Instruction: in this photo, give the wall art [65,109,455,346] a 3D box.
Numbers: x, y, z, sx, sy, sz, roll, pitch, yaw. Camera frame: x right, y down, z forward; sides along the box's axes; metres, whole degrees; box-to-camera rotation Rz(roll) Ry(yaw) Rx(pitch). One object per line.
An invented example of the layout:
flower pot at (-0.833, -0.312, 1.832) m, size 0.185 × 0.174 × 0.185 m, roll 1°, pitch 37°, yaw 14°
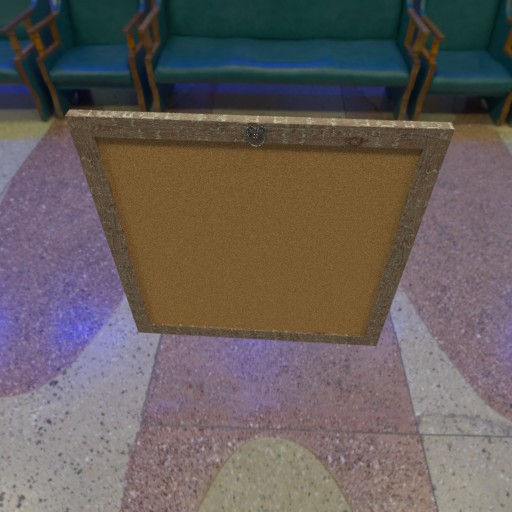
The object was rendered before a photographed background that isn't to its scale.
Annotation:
wall art at (0.000, 0.000, 0.570) m, size 0.380 × 0.380 × 0.022 m, roll 3°, pitch 46°, yaw 3°
